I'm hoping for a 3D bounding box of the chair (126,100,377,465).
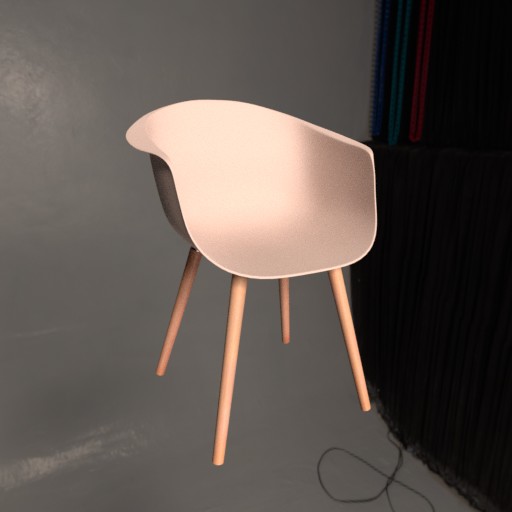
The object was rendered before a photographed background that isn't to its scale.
[{"bbox_3d":[0.000,0.000,1.140,0.593,0.781,0.504,-8,18,-26],"label":"chair"}]
